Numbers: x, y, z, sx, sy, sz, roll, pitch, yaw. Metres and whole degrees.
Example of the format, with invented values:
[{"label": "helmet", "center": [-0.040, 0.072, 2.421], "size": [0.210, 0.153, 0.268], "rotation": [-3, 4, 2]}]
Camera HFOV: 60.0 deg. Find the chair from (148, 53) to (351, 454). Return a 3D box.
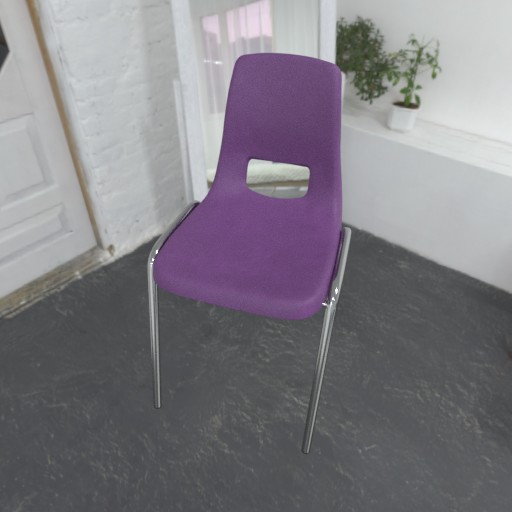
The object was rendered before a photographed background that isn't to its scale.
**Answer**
[{"label": "chair", "center": [0.000, 0.000, 0.944], "size": [0.381, 0.704, 0.432], "rotation": [12, 41, 13]}]
